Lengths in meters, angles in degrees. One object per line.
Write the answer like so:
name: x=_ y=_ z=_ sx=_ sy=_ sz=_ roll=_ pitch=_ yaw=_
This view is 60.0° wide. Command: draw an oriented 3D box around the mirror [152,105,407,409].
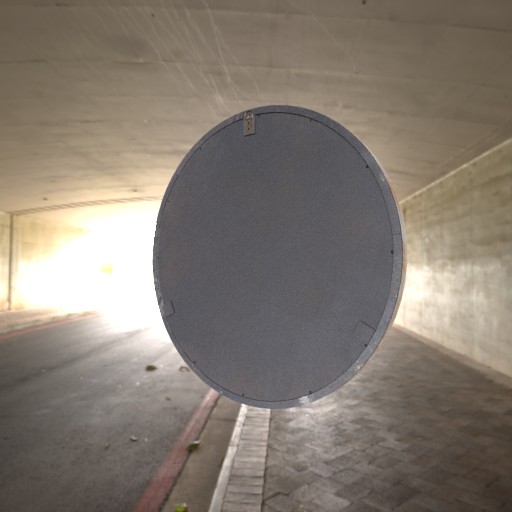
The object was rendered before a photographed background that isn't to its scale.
mirror: x=0.000 y=0.000 z=1.068 sx=0.710 sy=0.710 sz=0.038 roll=-1 pitch=-2 yaw=36
